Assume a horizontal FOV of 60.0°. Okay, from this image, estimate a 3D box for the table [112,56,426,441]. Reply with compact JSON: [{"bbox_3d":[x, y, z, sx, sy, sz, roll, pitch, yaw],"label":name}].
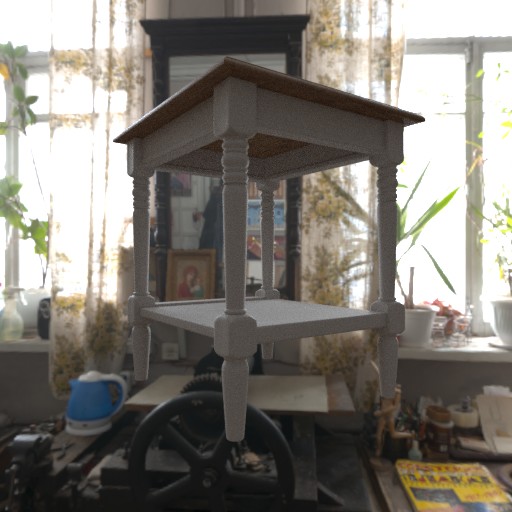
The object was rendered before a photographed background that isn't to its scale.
[{"bbox_3d":[0.000,0.000,0.946,0.457,0.561,0.508,0,0,-35],"label":"table"}]
